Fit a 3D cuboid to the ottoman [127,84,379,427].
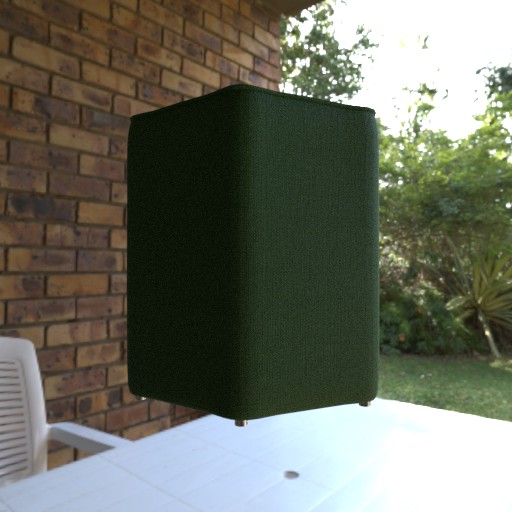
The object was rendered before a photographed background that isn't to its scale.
[{"bbox_3d":[0.000,0.000,0.879,0.499,0.507,0.444,-1,-2,36],"label":"ottoman"}]
